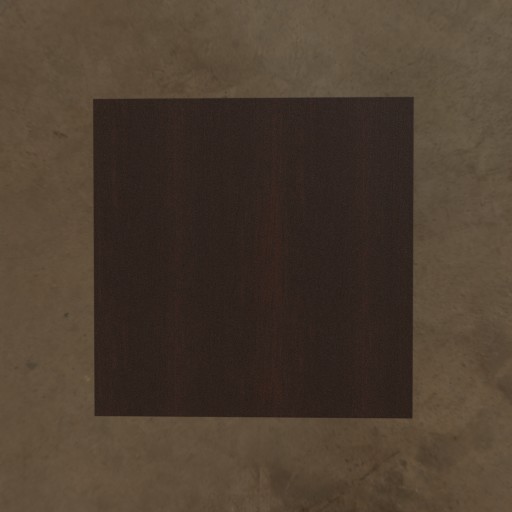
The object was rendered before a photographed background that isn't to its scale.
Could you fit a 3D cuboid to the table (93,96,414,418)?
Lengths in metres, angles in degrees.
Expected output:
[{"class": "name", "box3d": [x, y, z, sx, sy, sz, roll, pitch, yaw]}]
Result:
[{"class": "table", "box3d": [0.000, 0.000, 0.965, 0.495, 0.559, 0.495, 0, 91, 1]}]
